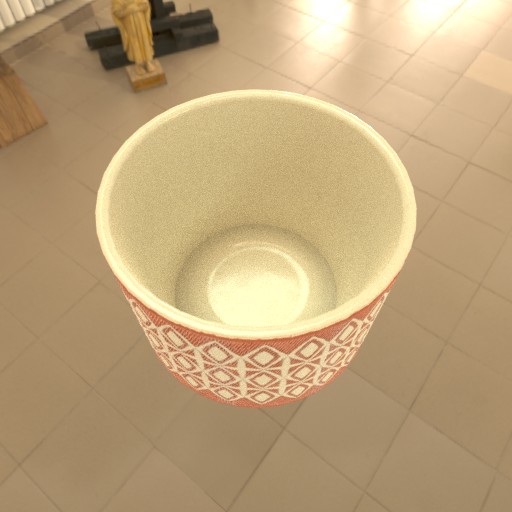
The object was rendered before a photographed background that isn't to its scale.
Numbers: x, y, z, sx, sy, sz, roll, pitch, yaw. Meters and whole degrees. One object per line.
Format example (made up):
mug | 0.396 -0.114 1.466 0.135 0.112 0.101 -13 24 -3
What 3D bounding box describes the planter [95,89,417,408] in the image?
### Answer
planter | 0.000 0.000 0.330 0.192 0.148 0.192 0 57 0
